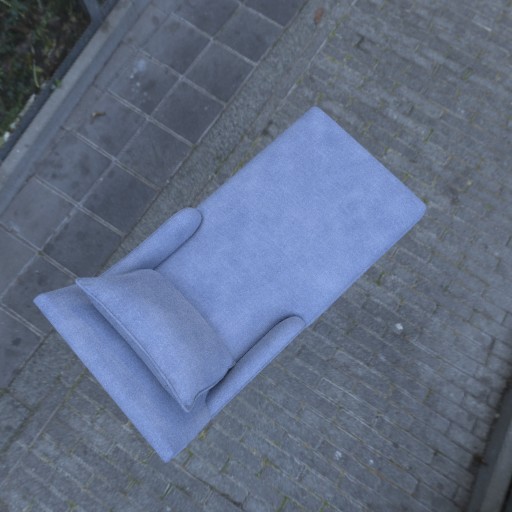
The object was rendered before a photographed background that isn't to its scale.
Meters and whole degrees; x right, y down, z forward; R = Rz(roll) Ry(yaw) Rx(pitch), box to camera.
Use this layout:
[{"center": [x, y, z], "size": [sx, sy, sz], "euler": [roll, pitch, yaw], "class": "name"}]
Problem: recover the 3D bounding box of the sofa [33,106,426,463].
[{"center": [0.000, 0.000, 2.305], "size": [1.779, 0.883, 0.904], "euler": [-42, 79, -10], "class": "sofa"}]
